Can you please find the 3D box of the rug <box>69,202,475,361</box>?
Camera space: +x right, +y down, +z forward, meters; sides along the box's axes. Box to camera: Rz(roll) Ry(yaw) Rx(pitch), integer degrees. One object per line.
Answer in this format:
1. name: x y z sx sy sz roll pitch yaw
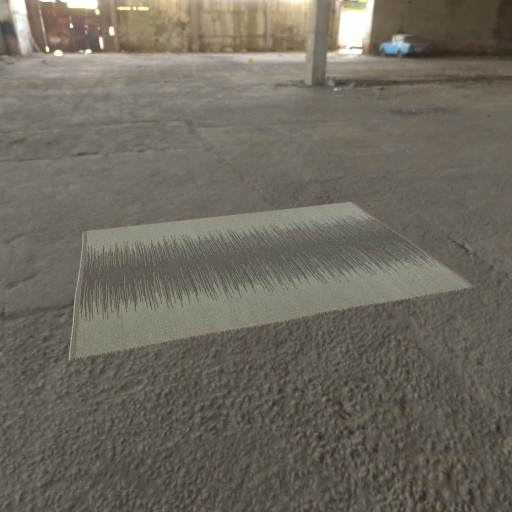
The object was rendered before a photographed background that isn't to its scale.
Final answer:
1. rug: 0.000 0.000 2.385 1.815 0.007 1.226 -8 28 -15
